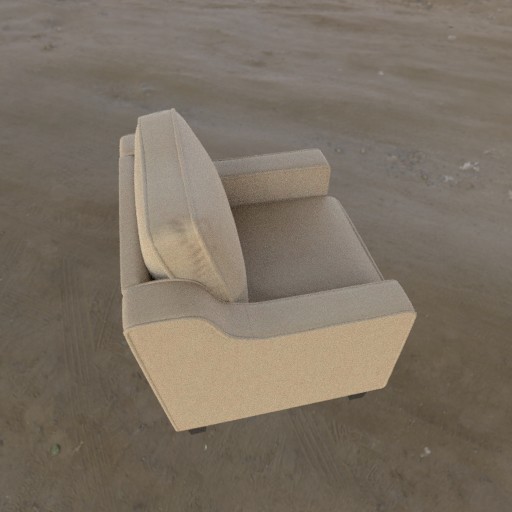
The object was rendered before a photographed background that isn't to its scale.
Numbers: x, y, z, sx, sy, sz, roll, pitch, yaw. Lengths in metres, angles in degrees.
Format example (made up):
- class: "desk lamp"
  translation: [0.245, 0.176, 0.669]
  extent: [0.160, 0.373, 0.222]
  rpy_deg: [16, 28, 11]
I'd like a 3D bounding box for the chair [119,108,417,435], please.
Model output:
- class: "chair"
  translation: [0.000, 0.000, 1.669]
  extent: [0.882, 0.948, 0.922]
  rpy_deg: [-9, 46, -9]
